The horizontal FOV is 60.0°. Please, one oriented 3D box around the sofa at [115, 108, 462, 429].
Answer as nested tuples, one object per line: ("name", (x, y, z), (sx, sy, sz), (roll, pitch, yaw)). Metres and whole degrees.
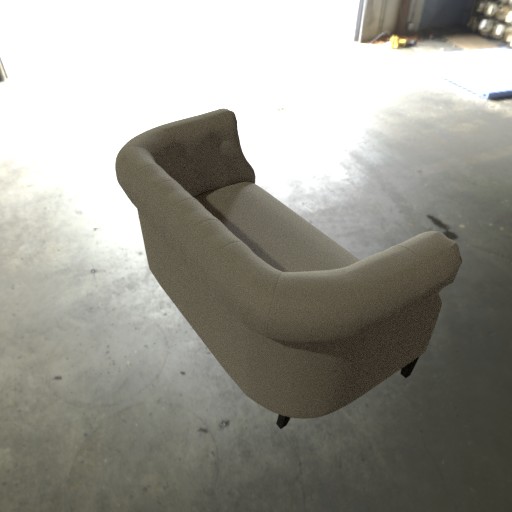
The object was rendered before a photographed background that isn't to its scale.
("sofa", (0.000, 0.000, 2.027), (0.835, 0.827, 1.558), (-23, 45, -26))
